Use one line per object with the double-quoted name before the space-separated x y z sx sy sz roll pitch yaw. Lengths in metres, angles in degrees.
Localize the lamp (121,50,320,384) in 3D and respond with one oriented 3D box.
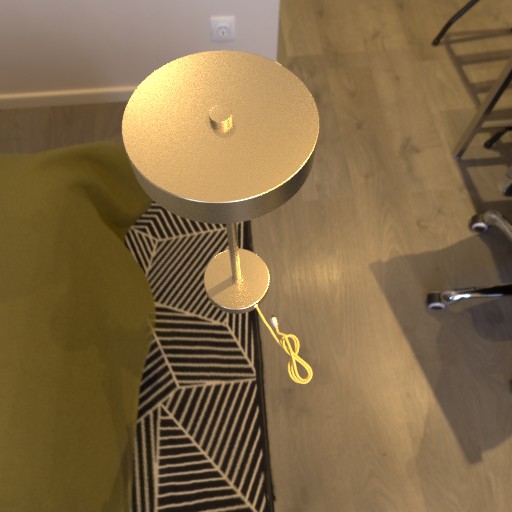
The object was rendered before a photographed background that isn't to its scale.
"lamp" 0.000 0.000 0.708 0.229 0.508 0.369 -33 68 -15
